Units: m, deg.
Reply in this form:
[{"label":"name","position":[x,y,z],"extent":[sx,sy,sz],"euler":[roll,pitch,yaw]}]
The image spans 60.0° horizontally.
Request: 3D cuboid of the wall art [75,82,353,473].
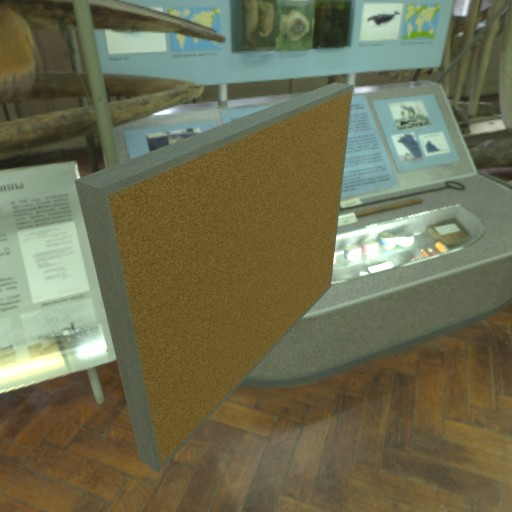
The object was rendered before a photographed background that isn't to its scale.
[{"label":"wall art","position":[0.000,0.000,0.731],"extent":[0.037,0.450,0.557],"euler":[21,38,29]}]
